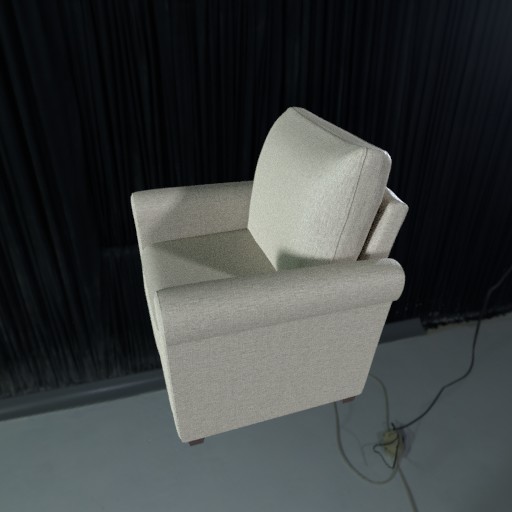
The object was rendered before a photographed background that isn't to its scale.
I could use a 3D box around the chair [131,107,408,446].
[{"bbox_3d":[0.000,0.000,2.373,1.180,1.349,1.275,-10,32,-16],"label":"chair"}]
